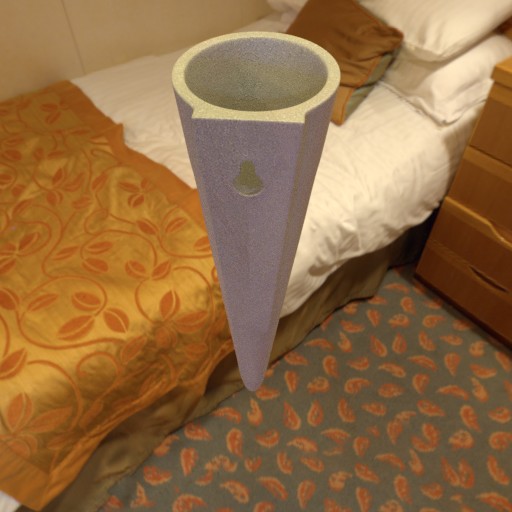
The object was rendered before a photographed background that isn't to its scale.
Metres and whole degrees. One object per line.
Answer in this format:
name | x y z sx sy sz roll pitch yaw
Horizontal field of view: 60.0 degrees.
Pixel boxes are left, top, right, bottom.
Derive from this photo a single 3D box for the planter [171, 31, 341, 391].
planter | 0.000 0.000 0.222 0.057 0.191 0.064 3 49 3
